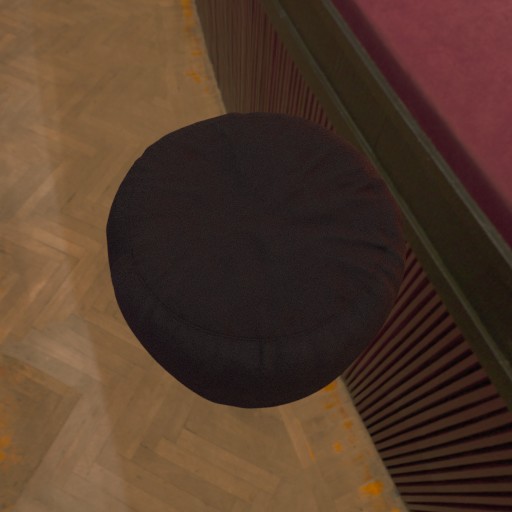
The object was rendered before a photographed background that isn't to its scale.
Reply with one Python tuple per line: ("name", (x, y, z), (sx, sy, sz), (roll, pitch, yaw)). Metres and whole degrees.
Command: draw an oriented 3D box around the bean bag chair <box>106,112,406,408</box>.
("bean bag chair", (0.000, 0.000, 1.968), (1.219, 0.762, 1.219), (0, 62, 0))
